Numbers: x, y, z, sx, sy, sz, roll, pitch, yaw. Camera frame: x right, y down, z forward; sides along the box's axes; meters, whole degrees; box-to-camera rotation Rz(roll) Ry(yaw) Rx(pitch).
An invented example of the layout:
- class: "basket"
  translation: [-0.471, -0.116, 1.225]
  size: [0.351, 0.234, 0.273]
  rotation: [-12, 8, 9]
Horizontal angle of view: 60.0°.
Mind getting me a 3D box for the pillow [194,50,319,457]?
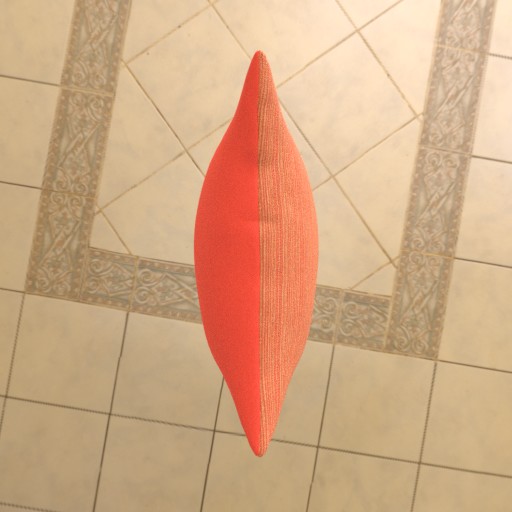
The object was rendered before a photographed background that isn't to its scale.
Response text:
- class: "pillow"
  translation: [0.000, 0.000, 0.823]
  size: [0.229, 0.501, 0.559]
  rotation: [0, 90, -1]
